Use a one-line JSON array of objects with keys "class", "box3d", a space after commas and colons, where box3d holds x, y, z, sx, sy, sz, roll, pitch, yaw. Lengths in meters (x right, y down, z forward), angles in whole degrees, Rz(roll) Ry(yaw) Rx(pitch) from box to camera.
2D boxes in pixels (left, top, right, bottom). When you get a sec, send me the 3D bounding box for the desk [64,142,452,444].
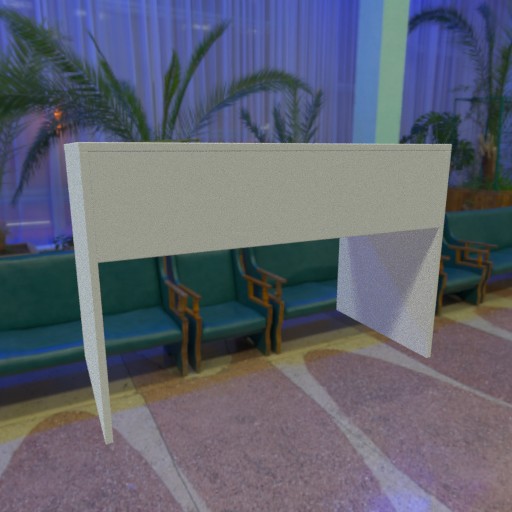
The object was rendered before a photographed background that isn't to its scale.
[{"class": "desk", "box3d": [0.000, 0.000, 1.495, 1.100, 0.730, 0.560, -6, 15, -25]}]
